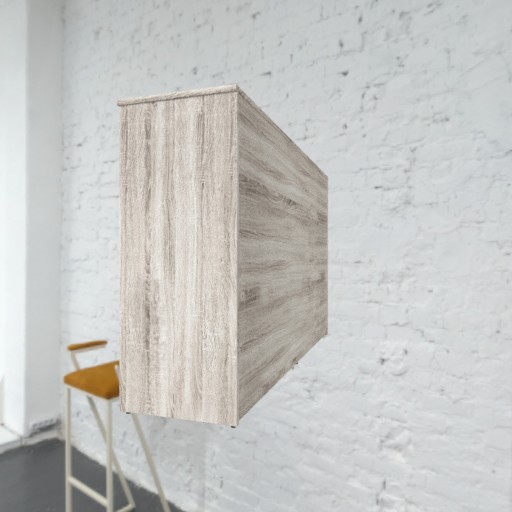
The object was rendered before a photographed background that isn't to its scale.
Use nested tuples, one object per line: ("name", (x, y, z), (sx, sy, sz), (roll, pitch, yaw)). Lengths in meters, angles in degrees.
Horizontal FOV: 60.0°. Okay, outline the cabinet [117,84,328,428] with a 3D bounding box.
("cabinet", (0.000, 0.000, 1.904), (0.380, 0.900, 1.450), (0, 0, 19))
